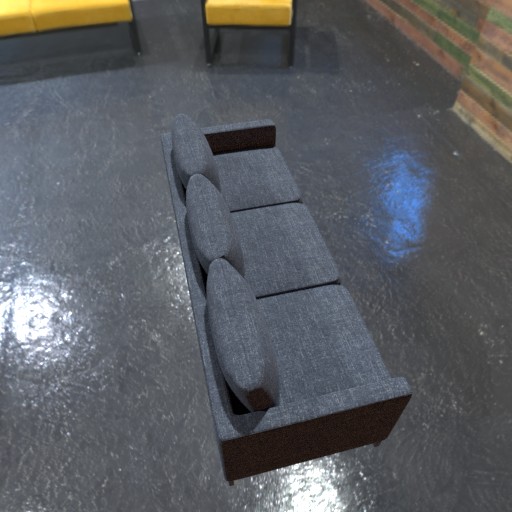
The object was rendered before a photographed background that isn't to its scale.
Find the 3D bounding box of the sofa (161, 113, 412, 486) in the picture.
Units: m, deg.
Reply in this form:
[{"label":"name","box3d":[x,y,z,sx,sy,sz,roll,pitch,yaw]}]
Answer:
[{"label":"sofa","box3d":[0.000,0.000,2.660,0.859,0.874,2.218,-11,49,-9]}]
